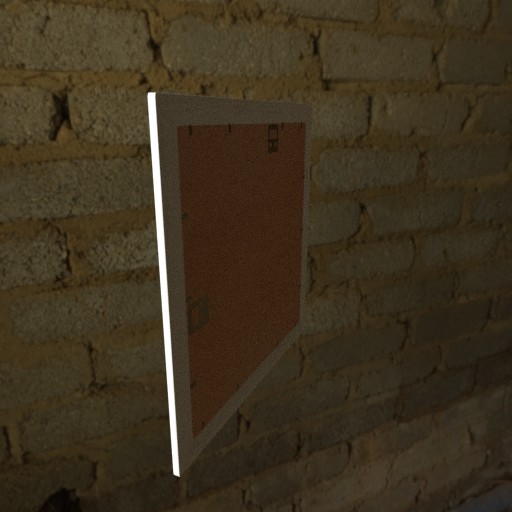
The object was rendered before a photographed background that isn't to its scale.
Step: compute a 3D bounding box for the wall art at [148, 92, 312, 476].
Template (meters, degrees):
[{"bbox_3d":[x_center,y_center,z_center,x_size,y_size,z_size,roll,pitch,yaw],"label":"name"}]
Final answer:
[{"bbox_3d":[0.000,0.000,0.881,0.013,0.584,0.584,8,19,25],"label":"wall art"}]
